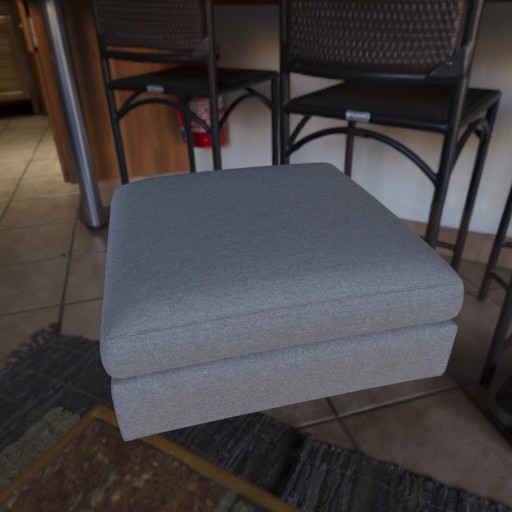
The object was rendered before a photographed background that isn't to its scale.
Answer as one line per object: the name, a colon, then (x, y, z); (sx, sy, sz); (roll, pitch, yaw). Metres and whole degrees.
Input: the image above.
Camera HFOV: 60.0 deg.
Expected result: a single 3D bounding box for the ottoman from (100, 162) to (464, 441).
ottoman: (0.000, 0.000, 1.644); (1.041, 0.470, 1.041); (-7, 32, -12)
